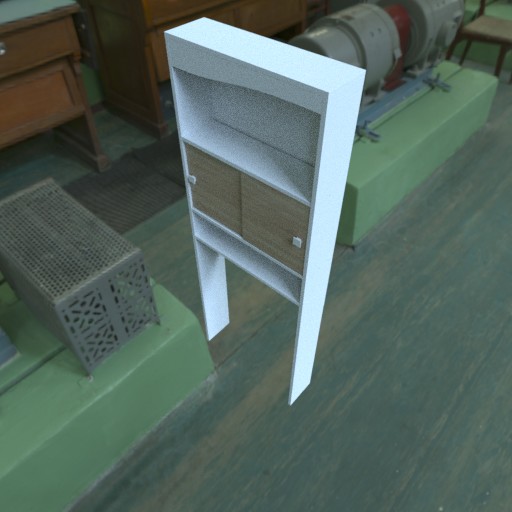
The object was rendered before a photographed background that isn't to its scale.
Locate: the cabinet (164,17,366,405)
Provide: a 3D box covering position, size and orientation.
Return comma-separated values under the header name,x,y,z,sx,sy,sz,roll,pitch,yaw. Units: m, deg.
name,x,y,z,sx,sy,sz,roll,pitch,yaw
cabinet,0.000,0.000,1.960,0.643,1.770,0.192,32,54,27
